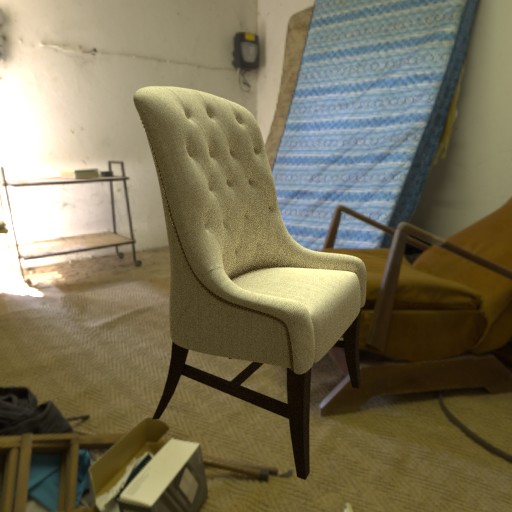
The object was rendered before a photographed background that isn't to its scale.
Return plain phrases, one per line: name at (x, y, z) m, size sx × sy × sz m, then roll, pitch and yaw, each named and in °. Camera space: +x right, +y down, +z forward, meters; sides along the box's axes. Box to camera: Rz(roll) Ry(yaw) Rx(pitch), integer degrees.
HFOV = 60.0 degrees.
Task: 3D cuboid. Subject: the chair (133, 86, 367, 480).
chair at (0.000, 0.000, 1.493) m, size 0.629 × 1.091 × 0.634 m, roll 7°, pitch 16°, yaw 27°
